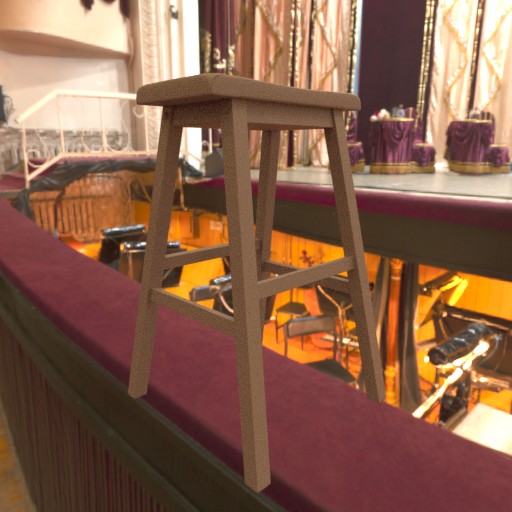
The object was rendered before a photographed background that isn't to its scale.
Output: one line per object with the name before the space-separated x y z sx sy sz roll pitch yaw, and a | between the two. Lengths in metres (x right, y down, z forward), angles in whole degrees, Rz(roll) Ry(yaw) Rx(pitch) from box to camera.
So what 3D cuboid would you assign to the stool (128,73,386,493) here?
stool | 0.000 0.000 1.045 0.457 0.737 0.476 -13 19 -43
